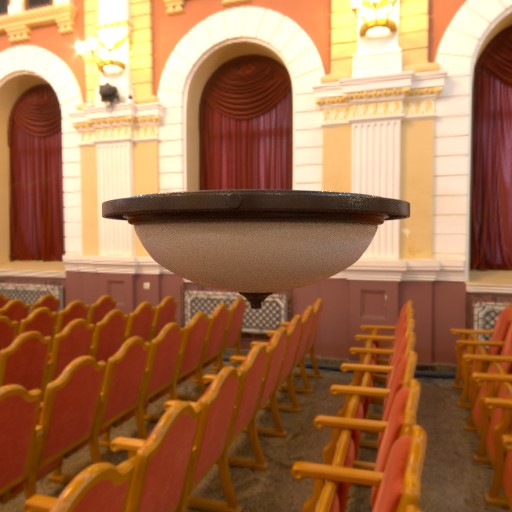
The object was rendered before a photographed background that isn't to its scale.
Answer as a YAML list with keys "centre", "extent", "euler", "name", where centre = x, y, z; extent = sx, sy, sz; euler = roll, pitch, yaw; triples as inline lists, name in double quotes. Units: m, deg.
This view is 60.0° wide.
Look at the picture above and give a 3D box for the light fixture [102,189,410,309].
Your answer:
- centre: [0.000, 0.000, 0.551]
  extent: [0.361, 0.130, 0.361]
  euler: [0, 2, 0]
  name: "light fixture"
